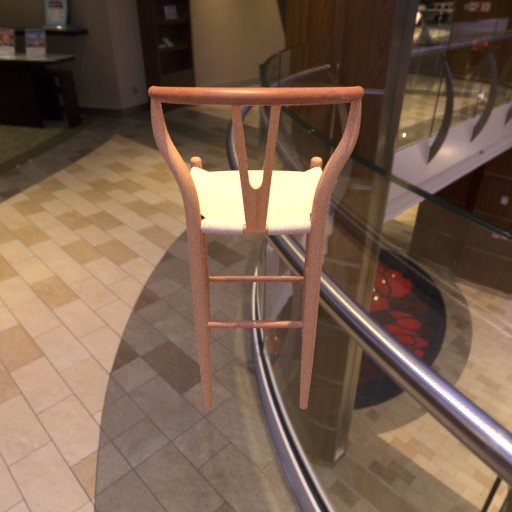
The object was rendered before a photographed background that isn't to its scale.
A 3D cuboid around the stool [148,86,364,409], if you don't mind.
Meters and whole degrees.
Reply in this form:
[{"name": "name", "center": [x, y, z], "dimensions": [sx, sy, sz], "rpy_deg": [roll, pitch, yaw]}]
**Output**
[{"name": "stool", "center": [0.000, 0.000, 1.353], "dimensions": [0.574, 1.068, 0.561], "rpy_deg": [0, 31, 0]}]
